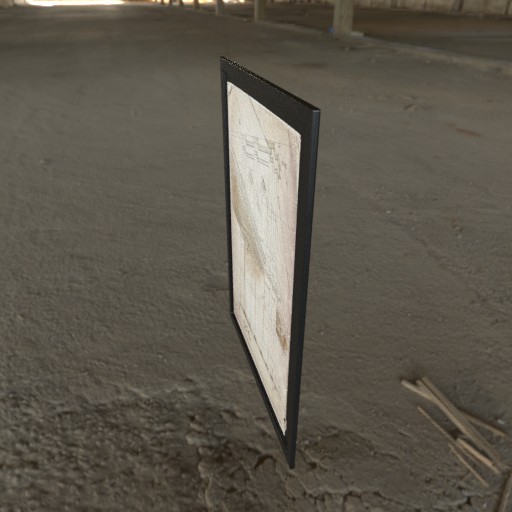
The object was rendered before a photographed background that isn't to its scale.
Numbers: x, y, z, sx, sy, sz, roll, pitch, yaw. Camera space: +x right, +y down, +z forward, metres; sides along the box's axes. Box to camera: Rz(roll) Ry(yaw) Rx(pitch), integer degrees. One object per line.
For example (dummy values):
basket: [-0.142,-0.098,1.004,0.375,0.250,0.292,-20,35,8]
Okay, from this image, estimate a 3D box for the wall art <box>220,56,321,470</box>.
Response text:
wall art: [0.000,0.000,1.267,0.013,0.967,0.707,-9,32,-14]
